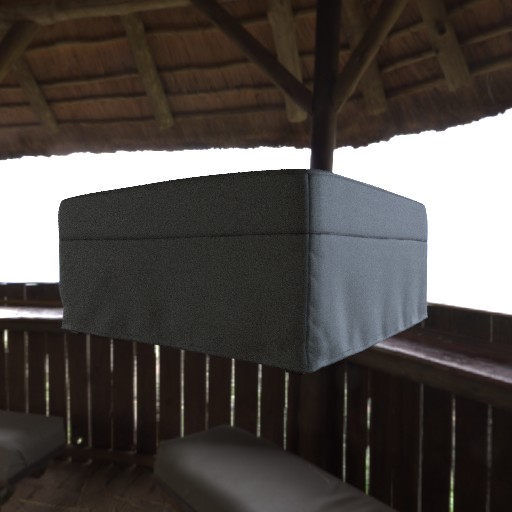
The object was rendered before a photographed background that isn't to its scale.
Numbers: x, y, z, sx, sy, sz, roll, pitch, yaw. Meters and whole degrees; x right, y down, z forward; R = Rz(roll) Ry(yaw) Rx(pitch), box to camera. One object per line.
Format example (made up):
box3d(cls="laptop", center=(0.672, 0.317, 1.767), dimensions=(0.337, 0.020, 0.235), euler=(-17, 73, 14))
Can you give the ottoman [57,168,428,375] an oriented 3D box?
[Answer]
box3d(cls="ottoman", center=(0.000, 0.000, 1.366), dimensions=(0.842, 0.441, 0.843), euler=(0, 1, 35))
